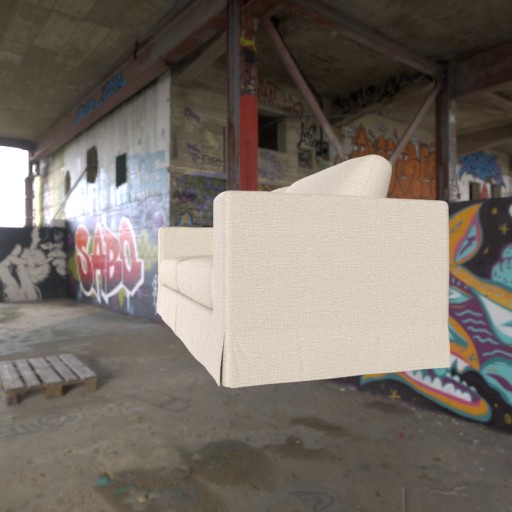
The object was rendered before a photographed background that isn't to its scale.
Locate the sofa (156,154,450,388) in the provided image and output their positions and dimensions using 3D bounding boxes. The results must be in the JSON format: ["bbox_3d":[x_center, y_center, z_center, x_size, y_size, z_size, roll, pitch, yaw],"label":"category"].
[{"bbox_3d":[0.000,0.000,2.635,0.954,0.881,2.163,0,0,-18],"label":"sofa"}]
